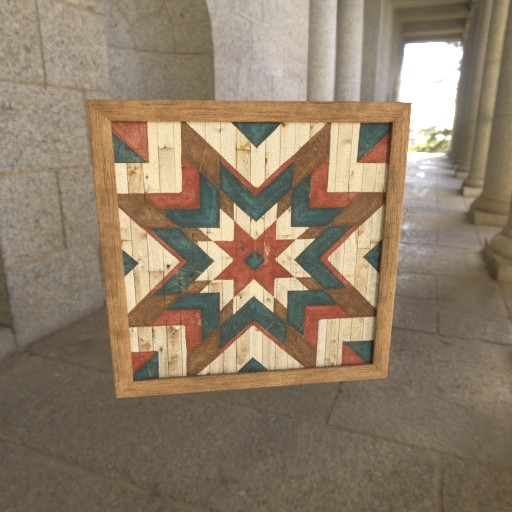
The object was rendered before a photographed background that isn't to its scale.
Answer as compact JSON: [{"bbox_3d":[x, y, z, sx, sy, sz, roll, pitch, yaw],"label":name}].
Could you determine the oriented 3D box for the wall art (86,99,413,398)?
[{"bbox_3d":[0.000,0.000,1.044,0.695,0.691,0.029,-2,16,-7],"label":"wall art"}]
